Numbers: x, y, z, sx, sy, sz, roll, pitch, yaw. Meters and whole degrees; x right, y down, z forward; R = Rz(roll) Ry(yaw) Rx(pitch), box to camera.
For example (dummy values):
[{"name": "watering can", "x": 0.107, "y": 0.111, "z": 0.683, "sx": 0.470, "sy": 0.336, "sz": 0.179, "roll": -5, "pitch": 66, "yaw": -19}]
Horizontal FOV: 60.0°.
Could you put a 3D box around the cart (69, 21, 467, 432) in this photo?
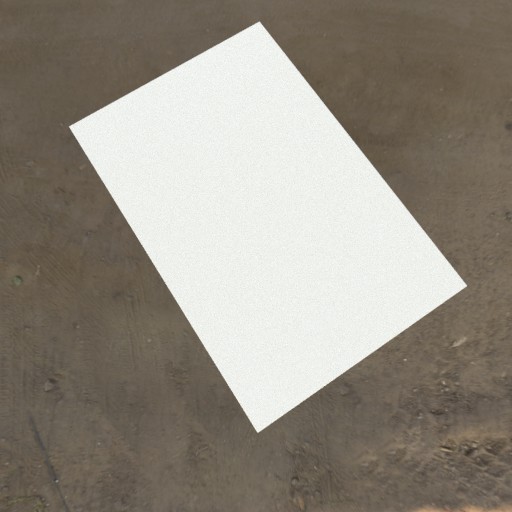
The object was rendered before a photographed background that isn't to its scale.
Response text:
[{"name": "cart", "x": 0.000, "y": 0.000, "z": 1.240, "sx": 0.442, "sy": 0.864, "sz": 0.683, "roll": -32, "pitch": 78, "yaw": -8}]
